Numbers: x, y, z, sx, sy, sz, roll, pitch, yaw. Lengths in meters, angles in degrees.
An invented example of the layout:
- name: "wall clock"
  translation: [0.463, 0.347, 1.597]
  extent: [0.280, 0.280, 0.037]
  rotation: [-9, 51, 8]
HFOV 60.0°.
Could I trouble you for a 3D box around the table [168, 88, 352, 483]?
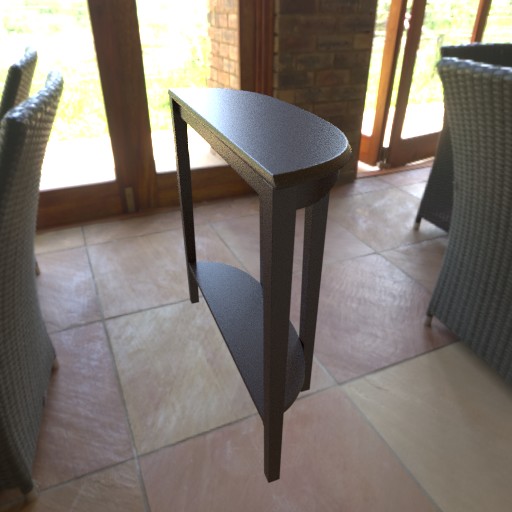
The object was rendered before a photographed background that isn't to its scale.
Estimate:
- name: "table"
  translation: [0.000, 0.000, 1.323]
  extent: [0.274, 0.831, 0.909]
  rotation: [-11, 32, -18]
